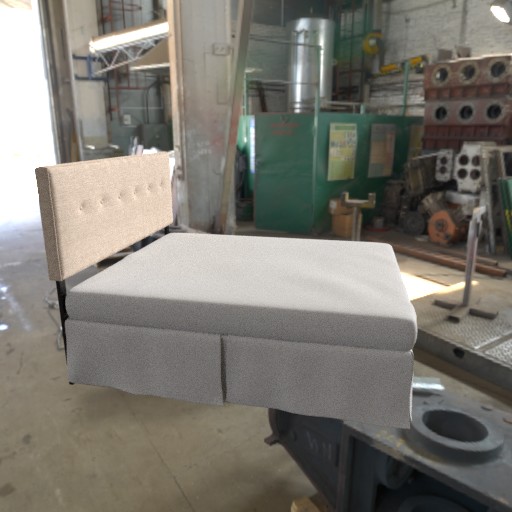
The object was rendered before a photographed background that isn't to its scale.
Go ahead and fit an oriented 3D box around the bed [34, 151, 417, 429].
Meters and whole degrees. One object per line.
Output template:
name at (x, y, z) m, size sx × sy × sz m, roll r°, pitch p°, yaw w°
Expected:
bed at (0.000, 0.000, 2.967) m, size 1.978 × 1.270 × 1.643 m, roll 3°, pitch 16°, yaw 11°
